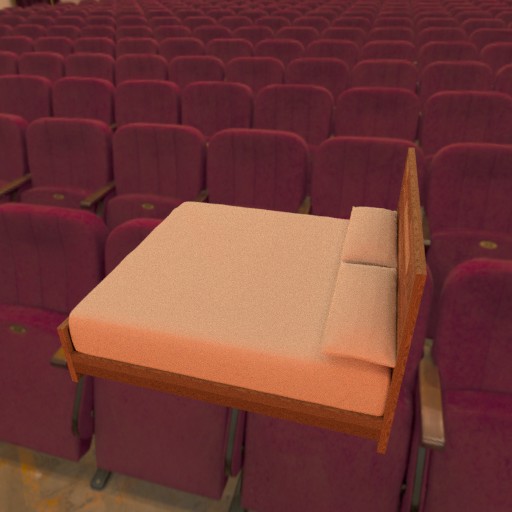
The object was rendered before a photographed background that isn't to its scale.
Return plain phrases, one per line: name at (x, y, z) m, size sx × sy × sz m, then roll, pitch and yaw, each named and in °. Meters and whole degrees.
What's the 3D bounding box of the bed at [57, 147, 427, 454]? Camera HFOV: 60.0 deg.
bed at (0.000, 0.000, 3.442) m, size 2.184 × 1.295 × 2.013 m, roll 8°, pitch 32°, yaw 13°
